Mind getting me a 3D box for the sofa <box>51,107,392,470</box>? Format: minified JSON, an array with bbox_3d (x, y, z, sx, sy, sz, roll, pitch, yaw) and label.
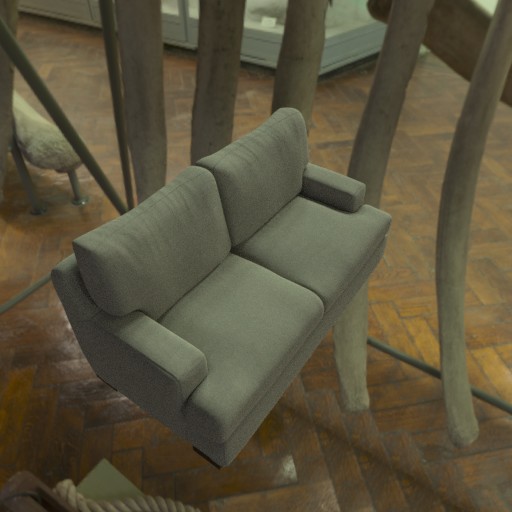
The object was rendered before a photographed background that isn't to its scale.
[{"bbox_3d":[0.000,0.000,2.493,0.962,0.980,1.855,25,48,25],"label":"sofa"}]
